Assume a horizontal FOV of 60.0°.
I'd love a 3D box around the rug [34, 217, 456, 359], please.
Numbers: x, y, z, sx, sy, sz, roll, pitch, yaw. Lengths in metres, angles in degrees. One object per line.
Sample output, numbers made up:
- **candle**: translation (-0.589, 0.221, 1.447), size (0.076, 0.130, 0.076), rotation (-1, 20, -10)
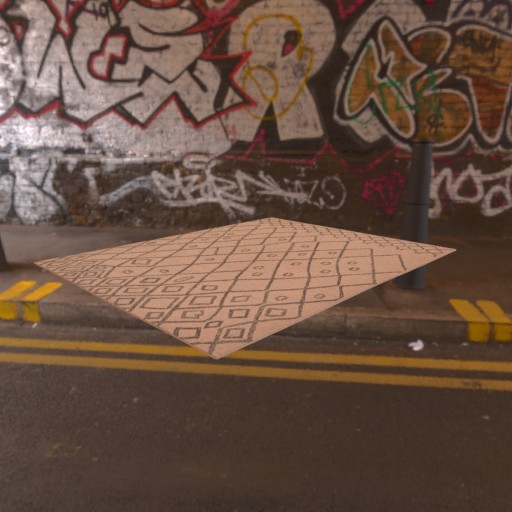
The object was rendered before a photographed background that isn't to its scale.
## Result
- **rug**: translation (0.000, 0.000, 4.075), size (2.446, 0.015, 3.046), rotation (15, 21, 43)
